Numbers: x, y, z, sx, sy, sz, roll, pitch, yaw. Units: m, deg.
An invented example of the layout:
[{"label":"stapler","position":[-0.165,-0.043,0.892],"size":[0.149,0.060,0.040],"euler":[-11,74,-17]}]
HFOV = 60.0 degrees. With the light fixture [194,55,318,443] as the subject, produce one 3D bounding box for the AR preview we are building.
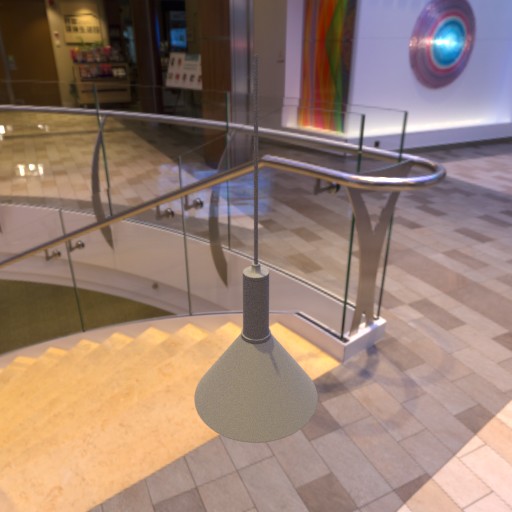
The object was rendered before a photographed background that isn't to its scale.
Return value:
[{"label":"light fixture","position":[0.000,0.000,0.826],"size":[0.267,0.683,0.267],"euler":[8,26,16]}]
